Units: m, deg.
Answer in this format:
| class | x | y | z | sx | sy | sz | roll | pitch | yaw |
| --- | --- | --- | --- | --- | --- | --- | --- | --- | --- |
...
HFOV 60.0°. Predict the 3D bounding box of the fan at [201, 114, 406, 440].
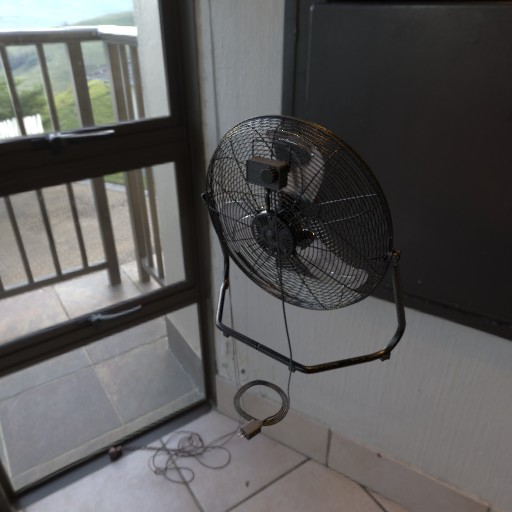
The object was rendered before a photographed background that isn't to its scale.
| class | x | y | z | sx | sy | sz | roll | pitch | yaw |
| --- | --- | --- | --- | --- | --- | --- | --- | --- | --- |
| fan | 0.000 | 0.000 | 0.936 | 0.555 | 0.546 | 0.424 | 21 | 36 | 32 |
